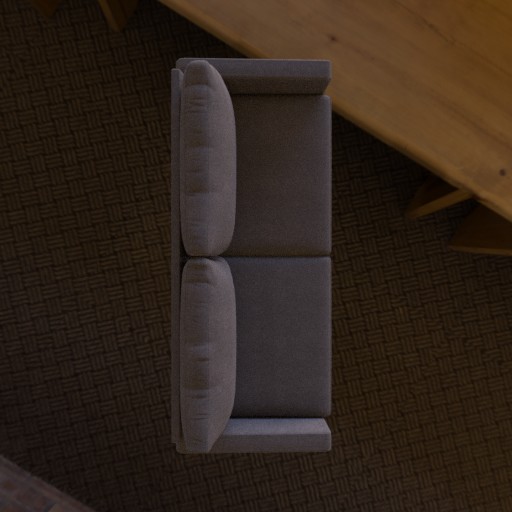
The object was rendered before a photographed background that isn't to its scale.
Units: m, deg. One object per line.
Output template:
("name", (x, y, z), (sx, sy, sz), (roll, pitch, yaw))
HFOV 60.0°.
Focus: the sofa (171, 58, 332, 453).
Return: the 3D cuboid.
("sofa", (0.000, 0.000, 2.545), (0.880, 0.880, 2.100), (0, 90, -2))
